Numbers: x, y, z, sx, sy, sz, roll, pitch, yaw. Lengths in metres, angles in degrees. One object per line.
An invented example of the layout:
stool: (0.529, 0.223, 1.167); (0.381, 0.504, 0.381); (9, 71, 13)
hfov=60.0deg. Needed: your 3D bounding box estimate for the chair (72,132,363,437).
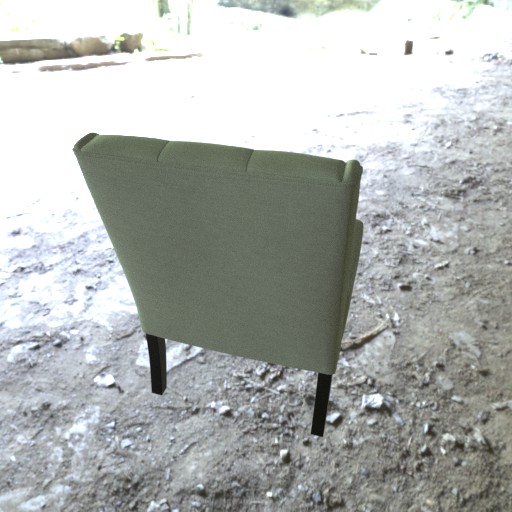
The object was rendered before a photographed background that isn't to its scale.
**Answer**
chair: (0.000, 0.000, 1.282); (0.569, 0.853, 0.676); (9, 34, 14)
